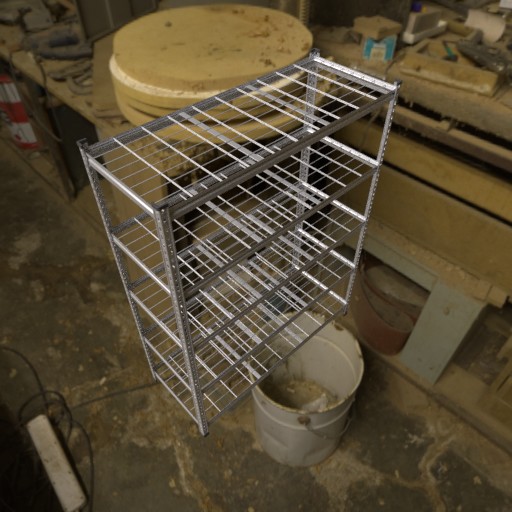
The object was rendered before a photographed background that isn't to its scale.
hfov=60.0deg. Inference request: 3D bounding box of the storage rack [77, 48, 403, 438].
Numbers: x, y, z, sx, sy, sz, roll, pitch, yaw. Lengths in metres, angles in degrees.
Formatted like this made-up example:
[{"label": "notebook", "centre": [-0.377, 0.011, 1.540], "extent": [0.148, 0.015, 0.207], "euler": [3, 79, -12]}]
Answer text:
[{"label": "storage rack", "centre": [0.000, 0.000, 2.789], "extent": [1.524, 1.981, 0.610], "euler": [-34, 54, -29]}]
